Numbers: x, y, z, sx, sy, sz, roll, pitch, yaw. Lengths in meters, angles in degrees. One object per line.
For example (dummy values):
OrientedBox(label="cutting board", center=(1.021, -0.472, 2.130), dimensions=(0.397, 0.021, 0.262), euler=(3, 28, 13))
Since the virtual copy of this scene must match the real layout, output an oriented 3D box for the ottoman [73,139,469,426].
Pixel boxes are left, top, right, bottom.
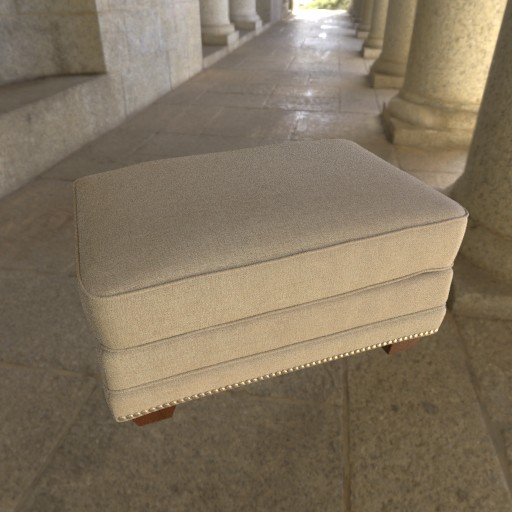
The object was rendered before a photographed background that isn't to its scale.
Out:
OrientedBox(label="ottoman", center=(0.000, 0.000, 1.121), dimensions=(0.813, 0.458, 0.559), euler=(-11, 34, -17))
